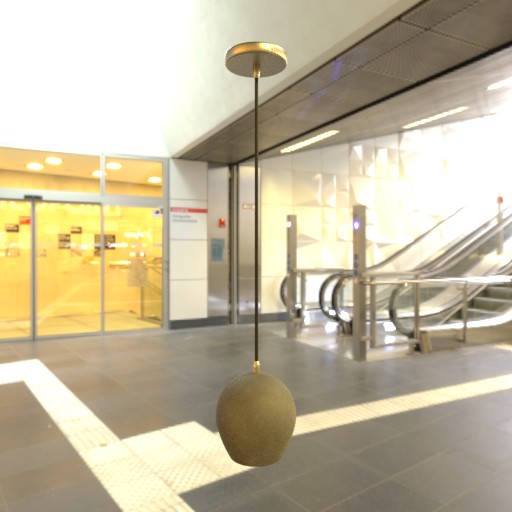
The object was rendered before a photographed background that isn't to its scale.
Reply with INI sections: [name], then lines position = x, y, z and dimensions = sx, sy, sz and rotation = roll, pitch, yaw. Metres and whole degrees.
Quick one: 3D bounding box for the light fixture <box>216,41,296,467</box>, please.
[light fixture]
position = 0.000, 0.000, 0.845
dimensions = 0.153, 0.760, 0.153
rotation = 0, 0, 34
